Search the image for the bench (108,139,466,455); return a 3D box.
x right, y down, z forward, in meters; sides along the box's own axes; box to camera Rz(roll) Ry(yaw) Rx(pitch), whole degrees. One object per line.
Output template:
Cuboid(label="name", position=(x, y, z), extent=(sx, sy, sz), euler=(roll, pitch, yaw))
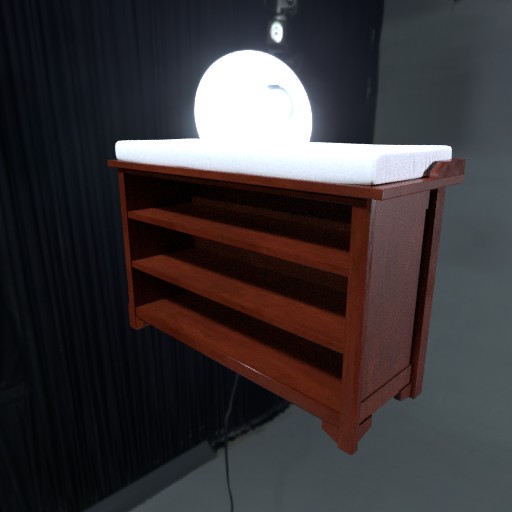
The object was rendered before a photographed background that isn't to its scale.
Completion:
Cuboid(label="bench", position=(0.000, 0.000, 1.298), extent=(0.987, 0.646, 0.369), euler=(16, 22, 43))
